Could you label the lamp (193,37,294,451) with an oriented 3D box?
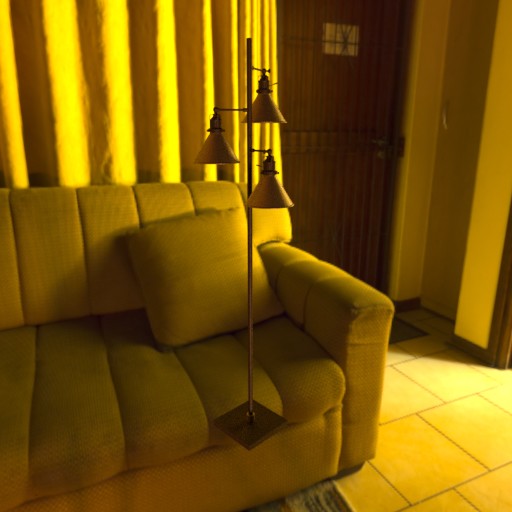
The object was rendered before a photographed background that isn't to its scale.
[{"bbox_3d":[0.000,0.000,1.909,0.428,1.716,0.415,-15,22,-42],"label":"lamp"}]
